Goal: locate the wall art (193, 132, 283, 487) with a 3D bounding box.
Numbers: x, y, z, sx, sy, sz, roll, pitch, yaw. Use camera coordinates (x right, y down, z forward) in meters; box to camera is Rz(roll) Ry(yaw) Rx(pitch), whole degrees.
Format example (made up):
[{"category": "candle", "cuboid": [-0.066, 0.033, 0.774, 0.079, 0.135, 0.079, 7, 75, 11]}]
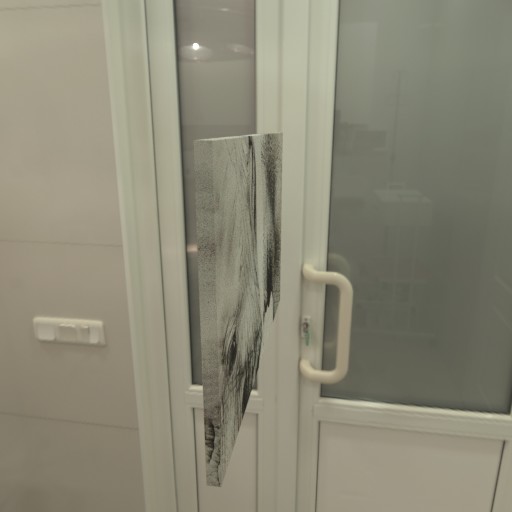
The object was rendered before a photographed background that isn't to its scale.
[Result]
[{"category": "wall art", "cuboid": [0.000, 0.000, 1.436, 0.035, 0.758, 1.141, 3, 17, 9]}]
